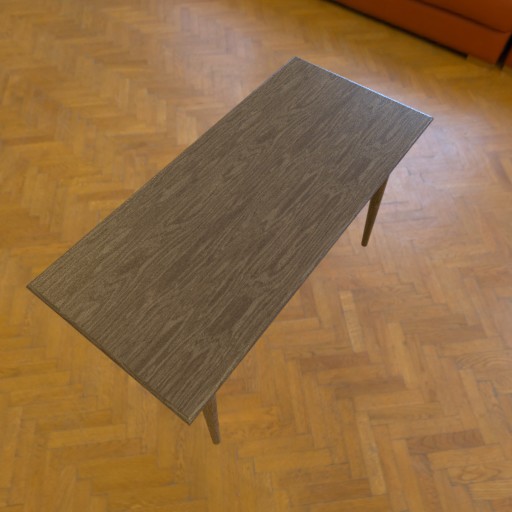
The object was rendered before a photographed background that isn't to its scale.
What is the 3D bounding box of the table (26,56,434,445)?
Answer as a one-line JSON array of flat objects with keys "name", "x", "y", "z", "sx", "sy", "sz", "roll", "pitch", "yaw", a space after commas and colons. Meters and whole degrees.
[{"name": "table", "x": 0.000, "y": 0.000, "z": 1.717, "sx": 0.599, "sy": 0.780, "sz": 1.300, "roll": 33, "pitch": 64, "yaw": 19}]
